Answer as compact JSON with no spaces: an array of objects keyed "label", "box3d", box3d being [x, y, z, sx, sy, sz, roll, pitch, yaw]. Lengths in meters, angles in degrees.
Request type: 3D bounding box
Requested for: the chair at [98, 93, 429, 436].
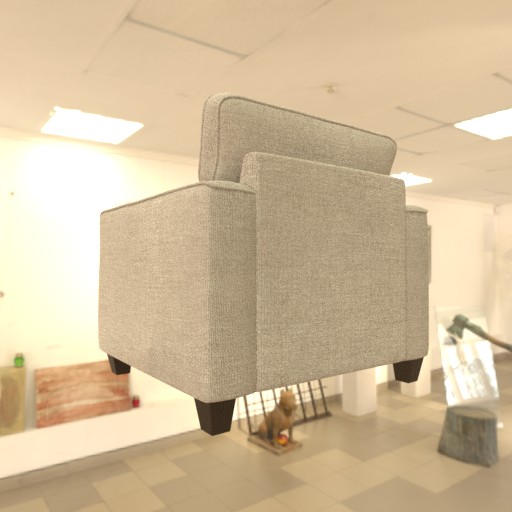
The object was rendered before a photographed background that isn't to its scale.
[{"label":"chair","box3d":[0.000,0.000,1.783,1.015,0.965,0.939,1,-1,-36]}]
